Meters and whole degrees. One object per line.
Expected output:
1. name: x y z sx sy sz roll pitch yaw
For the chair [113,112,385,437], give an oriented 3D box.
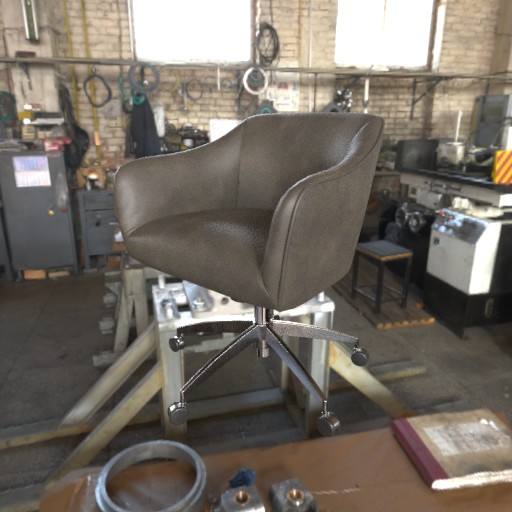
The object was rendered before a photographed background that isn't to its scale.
1. chair: 0.000 0.000 1.330 0.713 0.827 0.689 15 23 40
